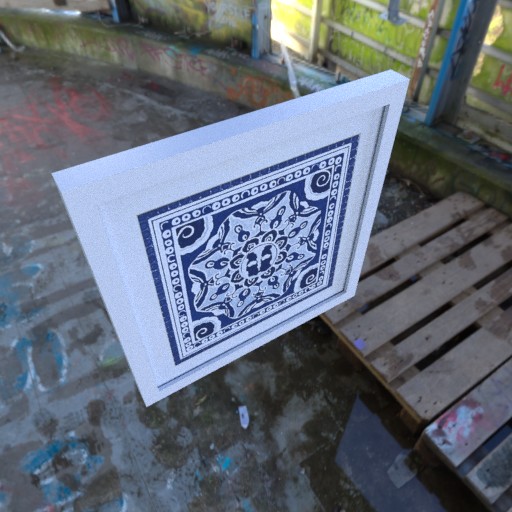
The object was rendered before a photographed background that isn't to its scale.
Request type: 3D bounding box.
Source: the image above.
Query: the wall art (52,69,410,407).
[{"bbox_3d":[0.000,0.000,0.527,0.355,0.355,0.027,-24,51,-21],"label":"wall art"}]
